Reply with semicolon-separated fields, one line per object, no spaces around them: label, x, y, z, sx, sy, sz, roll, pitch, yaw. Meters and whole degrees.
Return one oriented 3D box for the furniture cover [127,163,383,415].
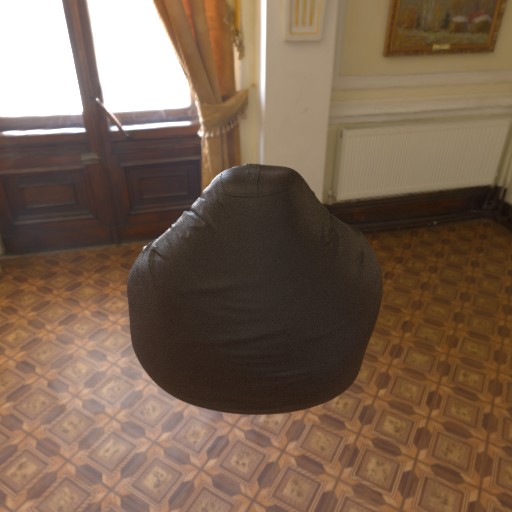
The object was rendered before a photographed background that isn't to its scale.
furniture cover;0.000;0.000;1.904;1.070;0.990;1.070;-1;31;-2
